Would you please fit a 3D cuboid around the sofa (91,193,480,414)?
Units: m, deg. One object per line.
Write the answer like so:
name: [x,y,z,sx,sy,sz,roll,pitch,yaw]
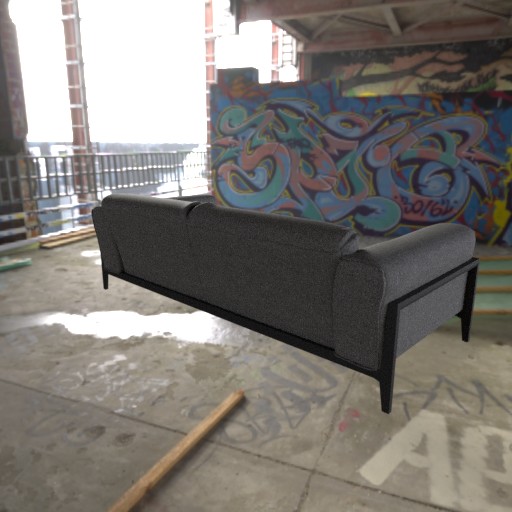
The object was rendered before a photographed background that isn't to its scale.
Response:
sofa: [0.000,0.000,2.553,2.125,0.703,0.985,13,19,42]
